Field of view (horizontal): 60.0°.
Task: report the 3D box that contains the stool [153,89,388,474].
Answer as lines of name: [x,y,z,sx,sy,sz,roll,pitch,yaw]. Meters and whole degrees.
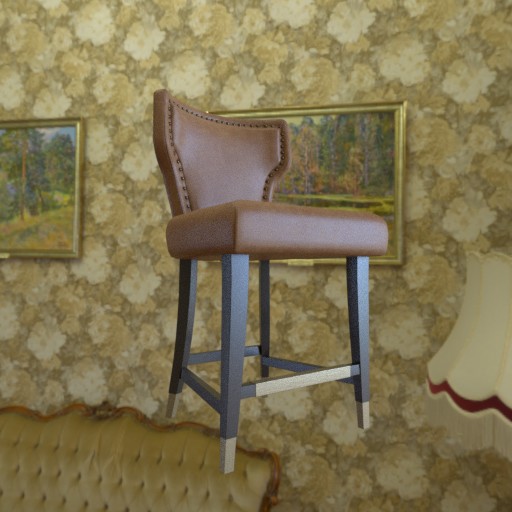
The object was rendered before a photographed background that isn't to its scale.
stool: [0.000,0.000,1.305,0.526,0.982,0.563,1,-2,-36]
